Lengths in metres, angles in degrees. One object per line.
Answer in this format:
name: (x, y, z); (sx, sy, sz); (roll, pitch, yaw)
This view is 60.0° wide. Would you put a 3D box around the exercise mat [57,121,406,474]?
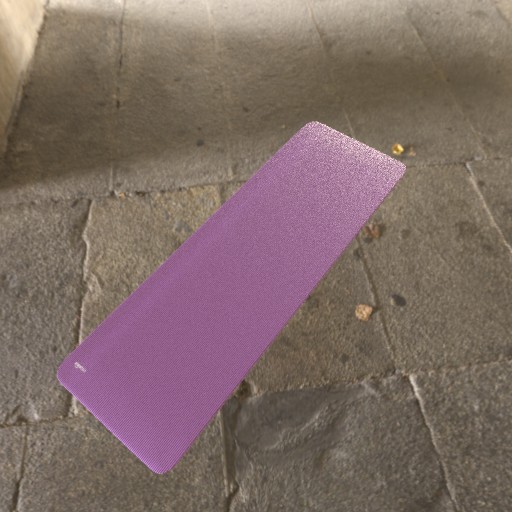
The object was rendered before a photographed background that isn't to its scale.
exercise mat: (0.000, 0.000, 2.044); (0.616, 0.021, 1.869); (33, 64, 19)
